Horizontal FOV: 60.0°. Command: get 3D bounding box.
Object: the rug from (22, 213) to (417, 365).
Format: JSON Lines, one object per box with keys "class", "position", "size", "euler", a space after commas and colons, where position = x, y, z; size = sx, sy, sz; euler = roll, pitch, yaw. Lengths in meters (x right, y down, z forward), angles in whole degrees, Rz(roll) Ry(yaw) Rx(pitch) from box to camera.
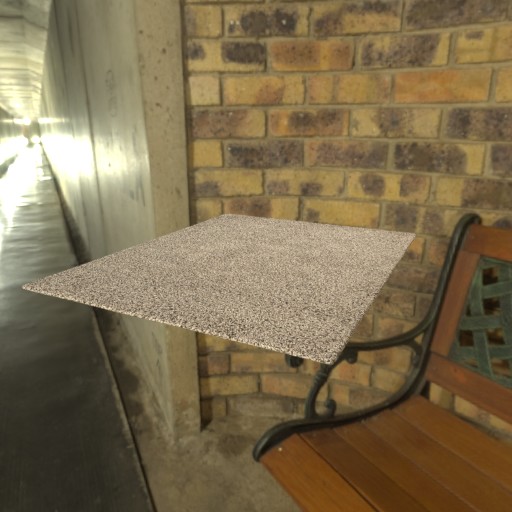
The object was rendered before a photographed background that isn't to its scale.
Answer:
{"class": "rug", "position": [0.000, 0.000, 4.112], "size": [2.438, 0.029, 3.047], "euler": [8, 19, 26]}
